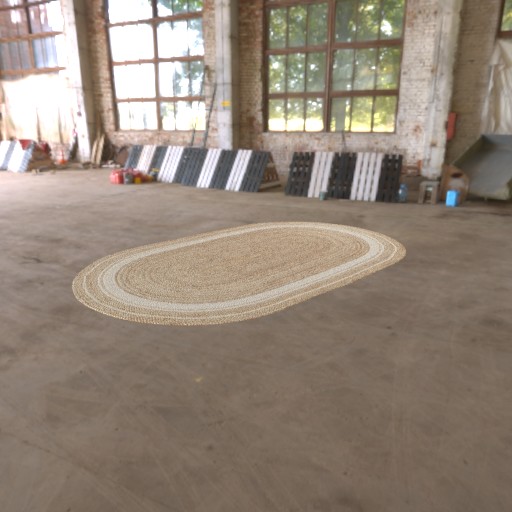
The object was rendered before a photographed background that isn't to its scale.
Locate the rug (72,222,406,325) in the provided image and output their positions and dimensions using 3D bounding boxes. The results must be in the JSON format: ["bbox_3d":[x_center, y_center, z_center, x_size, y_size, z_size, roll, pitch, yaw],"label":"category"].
[{"bbox_3d":[0.000,0.000,3.073,2.432,0.006,1.520,-15,23,-41],"label":"rug"}]
